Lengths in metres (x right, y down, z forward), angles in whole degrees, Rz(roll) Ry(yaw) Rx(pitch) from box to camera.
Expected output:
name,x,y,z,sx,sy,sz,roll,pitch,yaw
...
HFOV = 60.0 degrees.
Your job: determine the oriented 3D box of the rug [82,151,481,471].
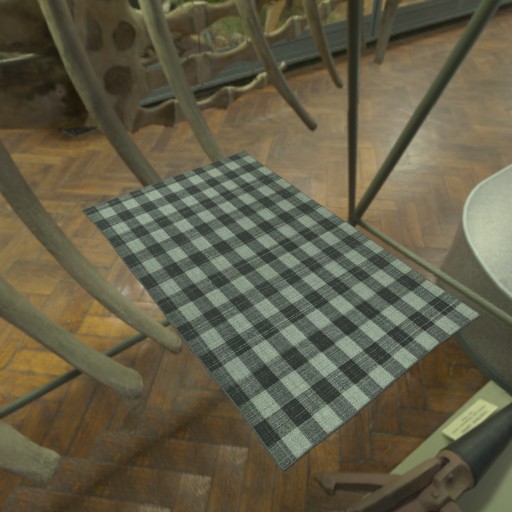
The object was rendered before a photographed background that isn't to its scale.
name,x,y,z,sx,sy,sz,roll,pitch,yaw
rug,0.000,0.000,3.064,1.554,0.011,2.476,-27,49,-26
